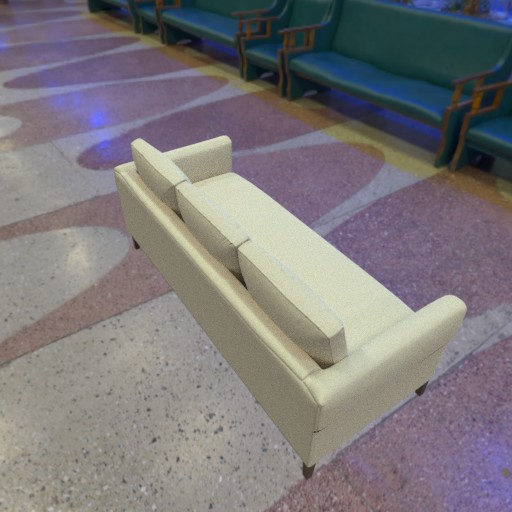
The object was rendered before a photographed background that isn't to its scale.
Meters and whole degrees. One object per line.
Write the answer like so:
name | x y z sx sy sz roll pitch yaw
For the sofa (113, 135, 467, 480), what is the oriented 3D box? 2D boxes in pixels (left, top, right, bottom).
sofa | 0.000 0.000 2.669 0.902 0.911 2.198 -24 46 -25
